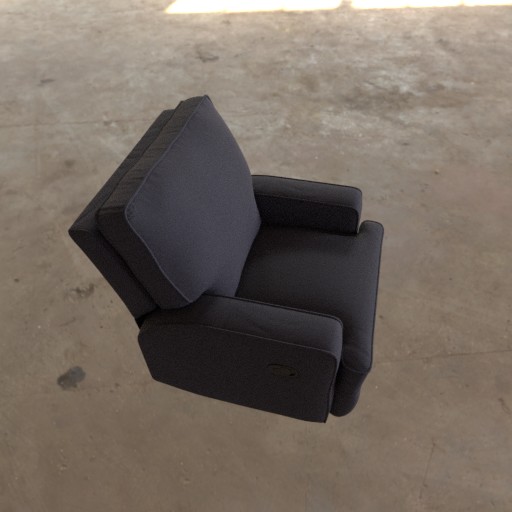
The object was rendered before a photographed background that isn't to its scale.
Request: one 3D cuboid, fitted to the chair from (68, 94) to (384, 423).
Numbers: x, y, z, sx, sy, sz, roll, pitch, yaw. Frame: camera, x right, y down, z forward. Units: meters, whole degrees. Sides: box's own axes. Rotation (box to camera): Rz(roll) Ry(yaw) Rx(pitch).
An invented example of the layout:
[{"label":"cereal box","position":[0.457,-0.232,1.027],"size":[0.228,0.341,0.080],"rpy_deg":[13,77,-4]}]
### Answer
[{"label":"chair","position":[0.000,0.000,1.723],"size":[0.964,0.962,0.861],"rpy_deg":[11,48,10]}]
